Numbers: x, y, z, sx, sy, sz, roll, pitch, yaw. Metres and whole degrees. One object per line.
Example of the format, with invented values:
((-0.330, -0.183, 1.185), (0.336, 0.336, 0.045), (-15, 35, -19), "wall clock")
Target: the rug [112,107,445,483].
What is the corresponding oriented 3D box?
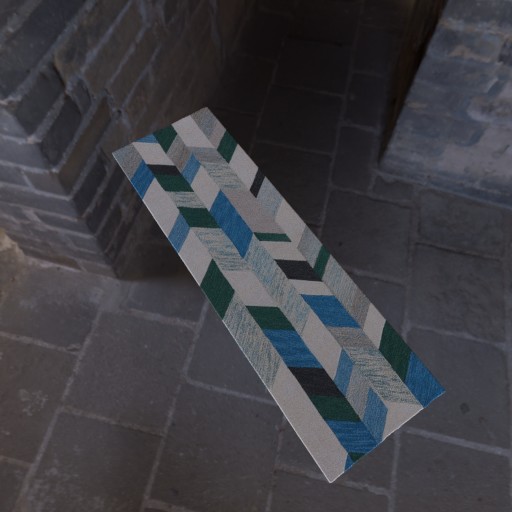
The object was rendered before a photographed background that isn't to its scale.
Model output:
((0.000, 0.000, 2.687), (0.774, 0.008, 2.437), (-31, 67, -15), "rug")
